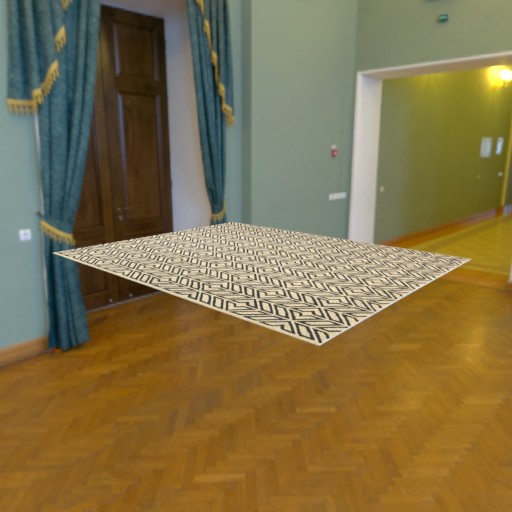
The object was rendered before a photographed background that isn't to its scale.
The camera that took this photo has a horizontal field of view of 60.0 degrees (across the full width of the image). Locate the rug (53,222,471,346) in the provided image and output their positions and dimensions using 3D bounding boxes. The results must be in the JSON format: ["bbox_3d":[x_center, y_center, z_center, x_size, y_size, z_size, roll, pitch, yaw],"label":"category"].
[{"bbox_3d":[0.000,0.000,4.115,3.045,0.008,2.421,12,18,41],"label":"rug"}]
